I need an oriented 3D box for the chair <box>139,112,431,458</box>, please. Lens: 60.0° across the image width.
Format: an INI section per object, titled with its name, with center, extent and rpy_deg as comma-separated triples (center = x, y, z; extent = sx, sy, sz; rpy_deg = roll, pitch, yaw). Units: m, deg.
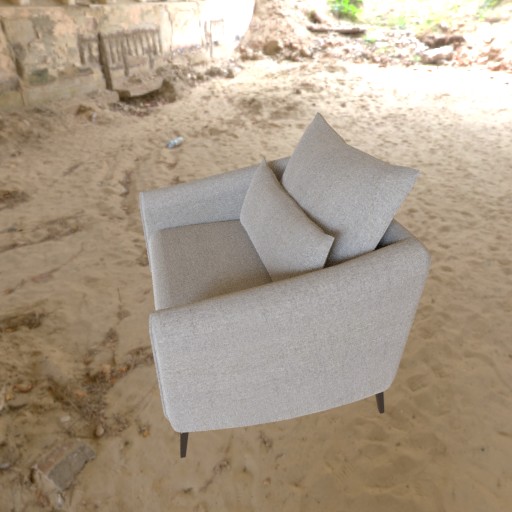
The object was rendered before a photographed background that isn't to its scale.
[chair]
center = 0.000, 0.000, 1.646
extent = 0.801, 0.856, 1.029
rpy_deg = -7, 31, -12
